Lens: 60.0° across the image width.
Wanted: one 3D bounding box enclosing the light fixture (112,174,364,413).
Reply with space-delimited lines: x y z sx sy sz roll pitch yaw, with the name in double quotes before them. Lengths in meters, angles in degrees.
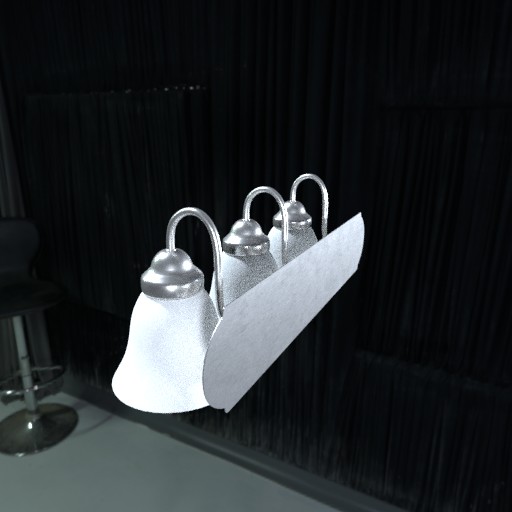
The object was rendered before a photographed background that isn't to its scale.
"light fixture" 0.000 0.000 0.704 0.199 0.222 0.610 8 19 26
